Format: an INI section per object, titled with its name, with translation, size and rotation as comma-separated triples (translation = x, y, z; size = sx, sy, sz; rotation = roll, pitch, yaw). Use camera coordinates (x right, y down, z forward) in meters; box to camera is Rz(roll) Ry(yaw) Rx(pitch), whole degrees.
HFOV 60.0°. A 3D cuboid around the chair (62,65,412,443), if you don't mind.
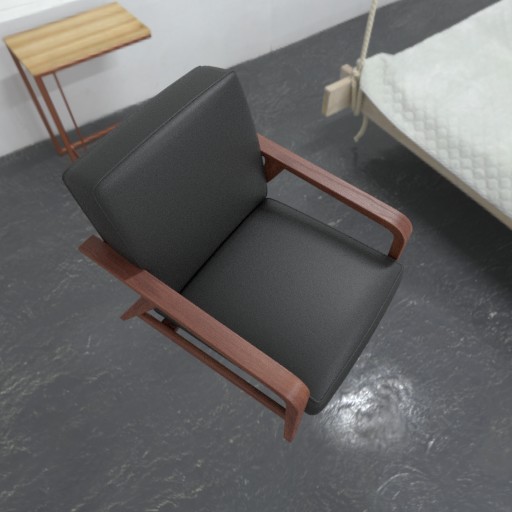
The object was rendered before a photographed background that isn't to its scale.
[chair]
translation = 0.000, 0.000, 1.473
size = 0.889, 0.861, 0.719
rotation = 30, 62, 18
